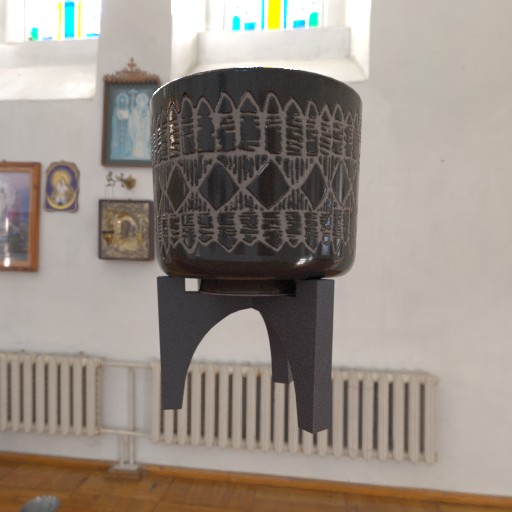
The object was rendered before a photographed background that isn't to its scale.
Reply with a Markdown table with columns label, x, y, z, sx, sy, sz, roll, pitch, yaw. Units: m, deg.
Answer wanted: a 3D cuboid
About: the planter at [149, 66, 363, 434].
| label | x | y | z | sx | sy | sz | roll | pitch | yaw |
| --- | --- | --- | --- | --- | --- | --- | --- | --- | --- |
| planter | 0.000 | 0.000 | 0.536 | 0.251 | 0.355 | 0.251 | 0 | 0 | -37 |
